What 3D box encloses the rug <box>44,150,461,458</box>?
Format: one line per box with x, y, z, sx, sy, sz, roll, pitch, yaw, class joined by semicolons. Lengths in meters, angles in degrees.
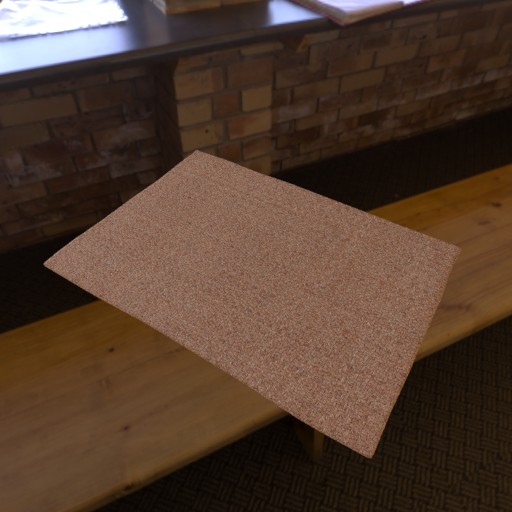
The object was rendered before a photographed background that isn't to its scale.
0.000;0.000;2.754;2.141;0.013;1.566;24;50;22;rug
